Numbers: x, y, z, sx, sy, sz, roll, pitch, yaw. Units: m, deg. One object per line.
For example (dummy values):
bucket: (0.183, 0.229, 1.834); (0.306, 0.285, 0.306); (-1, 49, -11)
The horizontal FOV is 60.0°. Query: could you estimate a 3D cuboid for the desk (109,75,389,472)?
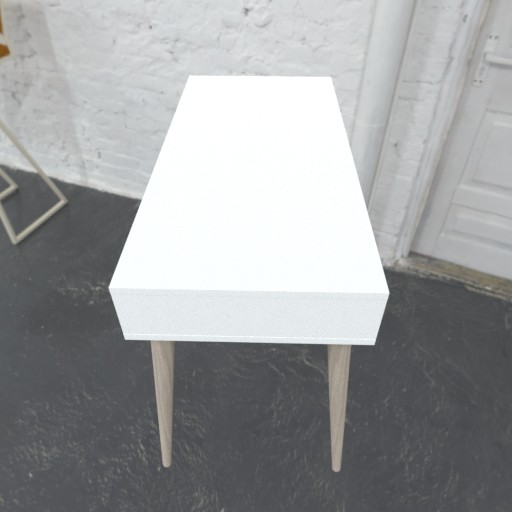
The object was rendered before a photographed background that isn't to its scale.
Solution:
desk: (0.000, 0.000, 1.346); (0.491, 0.723, 0.979); (1, 42, 1)
